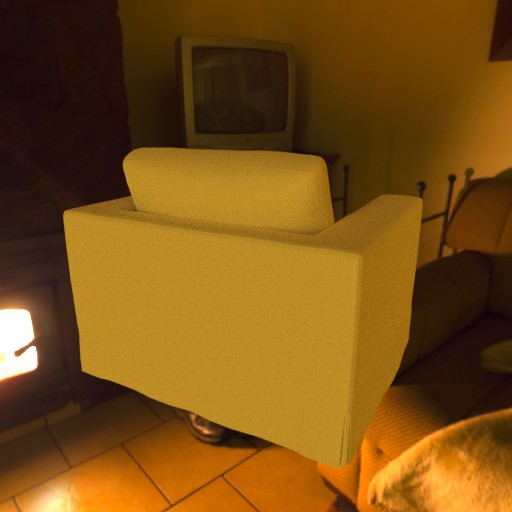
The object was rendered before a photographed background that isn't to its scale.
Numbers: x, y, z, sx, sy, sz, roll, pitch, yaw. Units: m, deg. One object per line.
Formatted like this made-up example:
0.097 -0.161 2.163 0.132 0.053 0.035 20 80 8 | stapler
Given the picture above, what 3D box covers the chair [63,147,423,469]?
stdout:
0.000 0.000 1.806 1.150 0.878 0.957 10 20 27 | chair
